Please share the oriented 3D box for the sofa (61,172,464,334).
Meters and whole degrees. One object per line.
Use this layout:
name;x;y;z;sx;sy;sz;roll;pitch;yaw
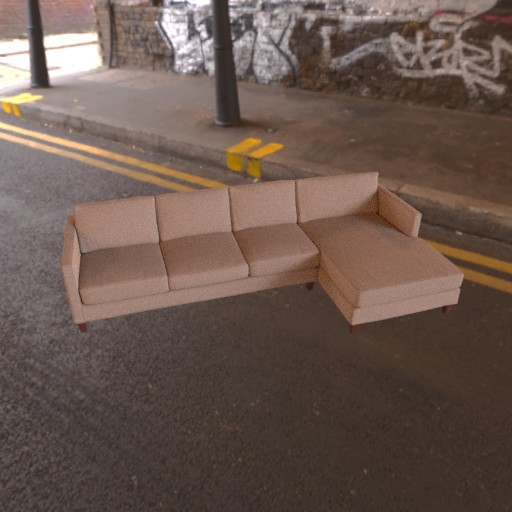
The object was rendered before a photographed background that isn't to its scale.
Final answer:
sofa;0.000;0.000;3.954;3.186;0.861;1.625;-9;32;-14
